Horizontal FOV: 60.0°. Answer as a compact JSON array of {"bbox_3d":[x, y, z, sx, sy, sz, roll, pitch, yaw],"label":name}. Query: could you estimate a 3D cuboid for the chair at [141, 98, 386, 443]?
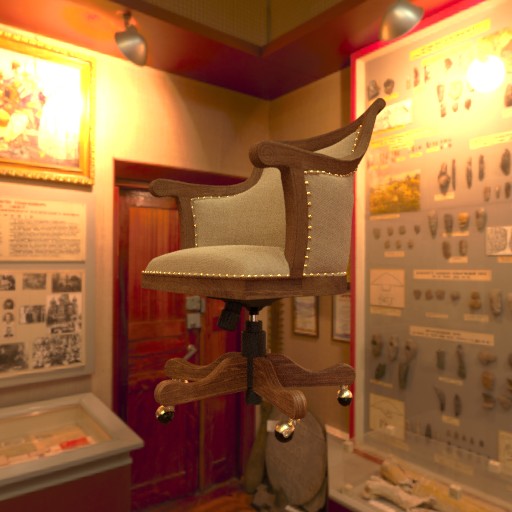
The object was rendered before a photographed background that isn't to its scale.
[{"bbox_3d":[0.000,0.000,1.436,0.689,0.965,0.656,1,-1,-36],"label":"chair"}]
